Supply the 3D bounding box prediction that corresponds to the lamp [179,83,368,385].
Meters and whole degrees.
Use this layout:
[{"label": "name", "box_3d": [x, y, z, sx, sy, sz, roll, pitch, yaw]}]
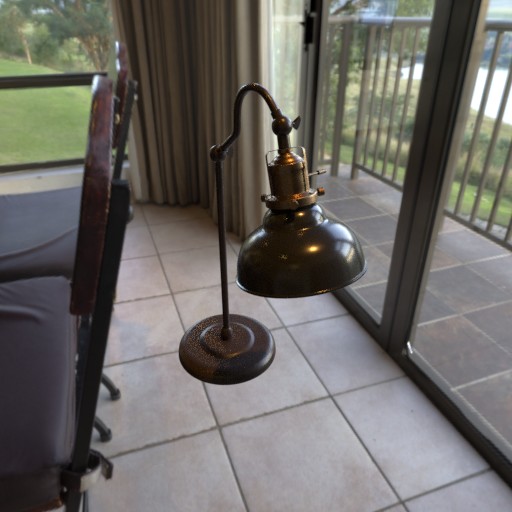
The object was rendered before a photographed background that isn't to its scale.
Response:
[{"label": "lamp", "box_3d": [0.000, 0.000, 0.693, 0.192, 0.508, 0.374, -22, 36, -33]}]
